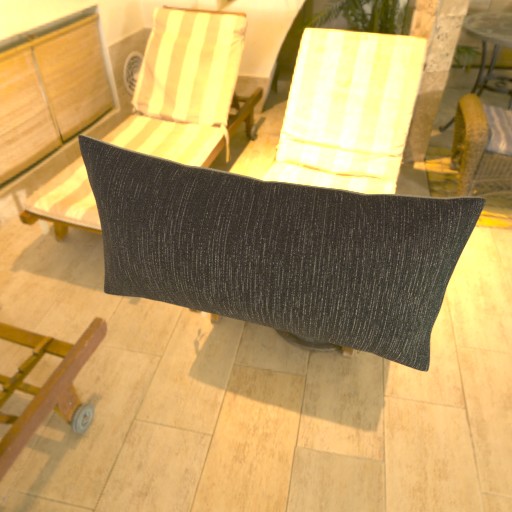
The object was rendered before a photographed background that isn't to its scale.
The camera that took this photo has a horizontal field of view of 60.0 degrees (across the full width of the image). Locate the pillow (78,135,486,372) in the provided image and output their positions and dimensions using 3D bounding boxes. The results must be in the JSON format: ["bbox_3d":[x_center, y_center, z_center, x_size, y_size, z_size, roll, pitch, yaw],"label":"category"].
[{"bbox_3d":[0.000,0.000,0.714,0.608,0.305,0.156,12,43,13],"label":"pillow"}]
